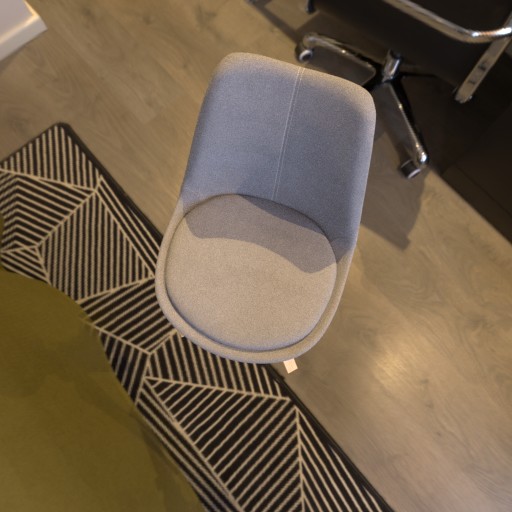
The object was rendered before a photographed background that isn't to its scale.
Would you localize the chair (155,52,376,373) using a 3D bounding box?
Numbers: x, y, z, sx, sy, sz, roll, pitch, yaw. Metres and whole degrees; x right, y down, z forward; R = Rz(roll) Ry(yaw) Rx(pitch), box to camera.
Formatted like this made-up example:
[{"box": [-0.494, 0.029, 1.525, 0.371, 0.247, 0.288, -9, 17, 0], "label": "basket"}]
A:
[{"box": [0.000, 0.000, 1.172, 0.474, 0.863, 0.549, 18, 76, 4], "label": "chair"}]
